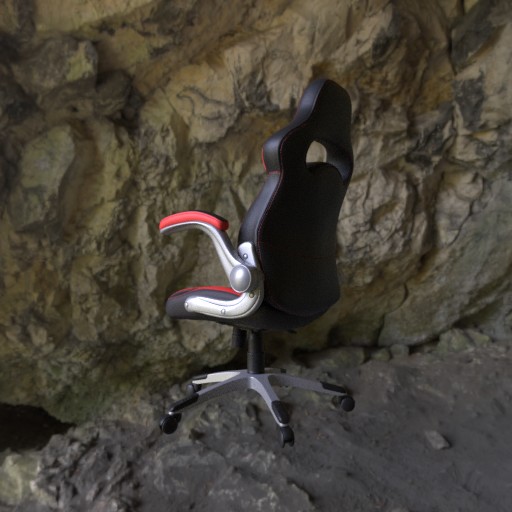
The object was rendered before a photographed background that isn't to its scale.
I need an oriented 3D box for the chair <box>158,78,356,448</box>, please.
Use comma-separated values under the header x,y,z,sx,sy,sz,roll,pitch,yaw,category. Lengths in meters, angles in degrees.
x,y,z,sx,sy,sz,roll,pitch,yaw,category
0.000,0.000,1.679,0.712,1.165,0.758,-1,-2,37,chair
